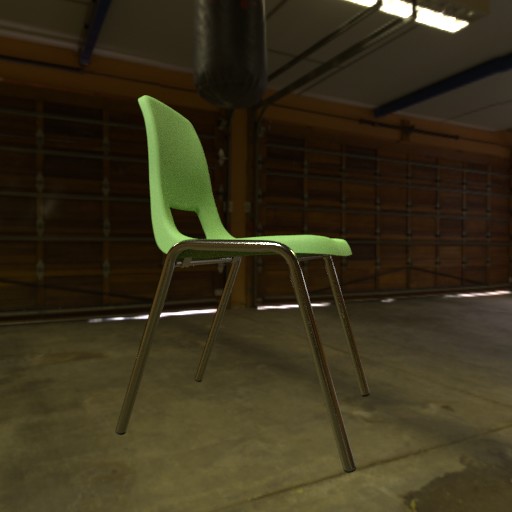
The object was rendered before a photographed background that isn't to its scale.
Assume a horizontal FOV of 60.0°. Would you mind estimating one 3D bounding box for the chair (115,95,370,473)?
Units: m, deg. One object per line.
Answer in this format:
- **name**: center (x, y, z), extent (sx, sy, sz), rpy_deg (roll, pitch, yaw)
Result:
- **chair**: center (0.000, 0.000, 0.908), extent (0.436, 0.653, 0.381), rpy_deg (0, 1, 18)
